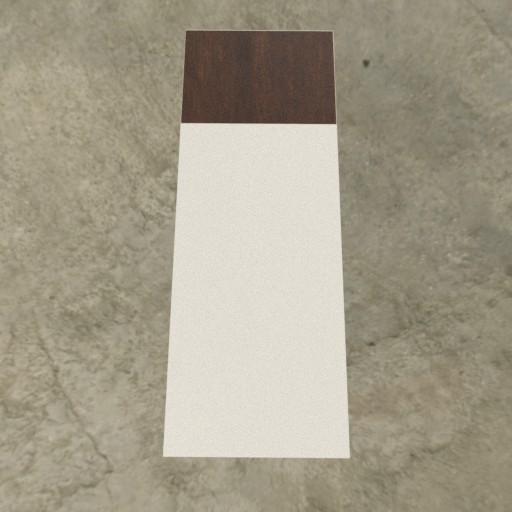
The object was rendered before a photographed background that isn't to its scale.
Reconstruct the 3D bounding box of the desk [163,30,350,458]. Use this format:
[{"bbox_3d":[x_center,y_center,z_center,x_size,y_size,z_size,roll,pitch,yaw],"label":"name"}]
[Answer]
[{"bbox_3d":[0.000,0.000,1.439,0.409,0.761,1.069,0,76,0],"label":"desk"}]
